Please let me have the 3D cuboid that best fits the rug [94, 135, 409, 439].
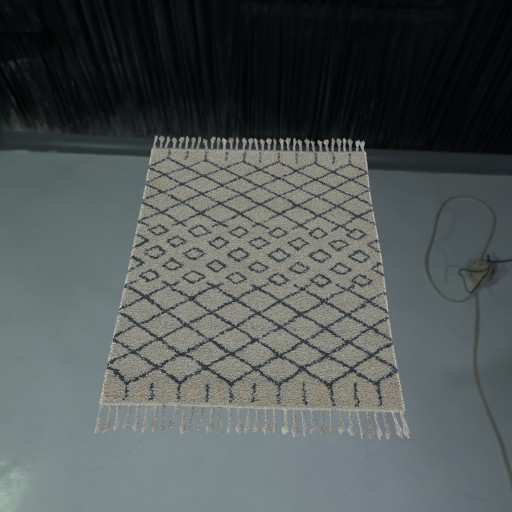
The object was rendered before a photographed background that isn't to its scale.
[{"bbox_3d":[0.000,0.000,4.193,2.388,0.030,3.213,1,58,1],"label":"rug"}]
